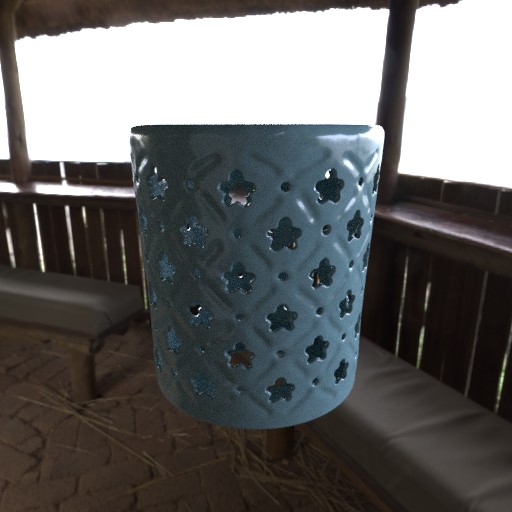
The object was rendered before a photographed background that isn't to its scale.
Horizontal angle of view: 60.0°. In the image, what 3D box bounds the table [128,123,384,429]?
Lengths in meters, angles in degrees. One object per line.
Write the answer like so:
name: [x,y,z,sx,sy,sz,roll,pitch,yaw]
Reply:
table: [0.000,0.000,0.675,0.352,0.387,0.352,0,16,0]
